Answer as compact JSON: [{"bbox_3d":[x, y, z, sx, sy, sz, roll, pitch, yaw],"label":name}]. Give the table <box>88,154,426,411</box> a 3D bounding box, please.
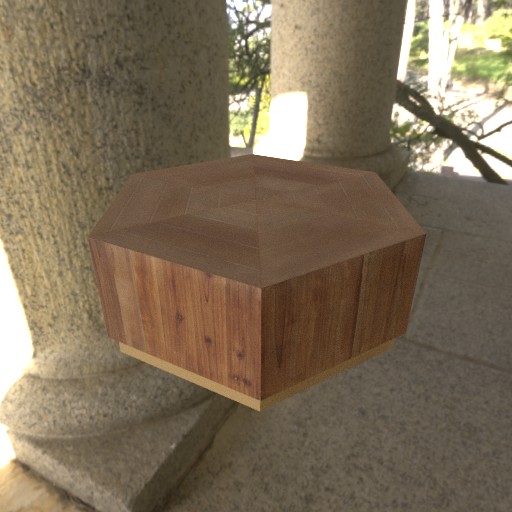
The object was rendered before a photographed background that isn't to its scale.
[{"bbox_3d":[0.000,0.000,1.669,1.000,0.456,1.154,-1,29,-1],"label":"table"}]
